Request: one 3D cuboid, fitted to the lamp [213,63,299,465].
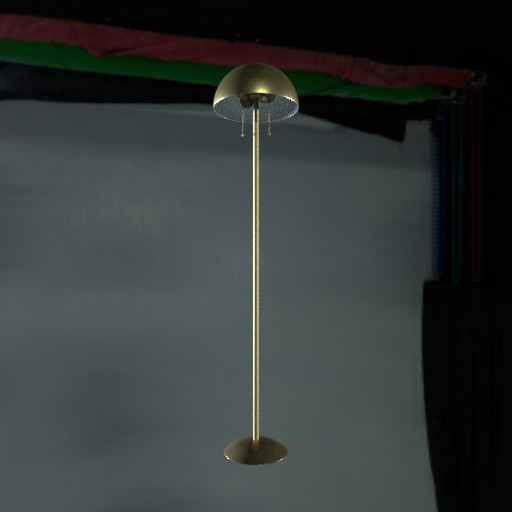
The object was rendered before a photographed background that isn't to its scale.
[{"bbox_3d":[0.000,0.000,1.698,0.328,1.480,0.328,0,-1,-18],"label":"lamp"}]
